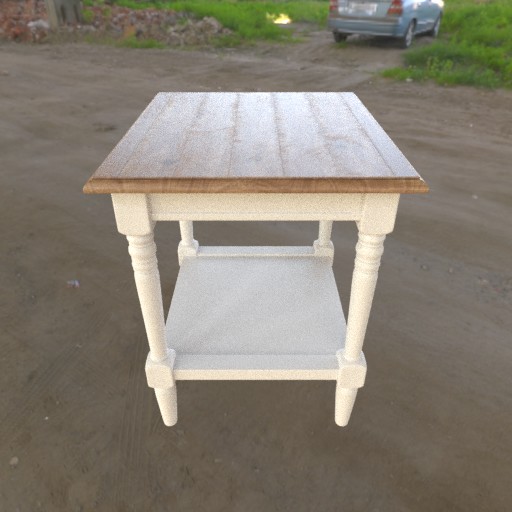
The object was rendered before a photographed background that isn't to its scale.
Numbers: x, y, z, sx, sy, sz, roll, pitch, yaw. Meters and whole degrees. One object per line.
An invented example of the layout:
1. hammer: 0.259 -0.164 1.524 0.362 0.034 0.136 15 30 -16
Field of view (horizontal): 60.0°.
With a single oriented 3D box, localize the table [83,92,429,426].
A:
1. table: 0.000 0.000 0.943 0.457 0.561 0.508 0 33 0
